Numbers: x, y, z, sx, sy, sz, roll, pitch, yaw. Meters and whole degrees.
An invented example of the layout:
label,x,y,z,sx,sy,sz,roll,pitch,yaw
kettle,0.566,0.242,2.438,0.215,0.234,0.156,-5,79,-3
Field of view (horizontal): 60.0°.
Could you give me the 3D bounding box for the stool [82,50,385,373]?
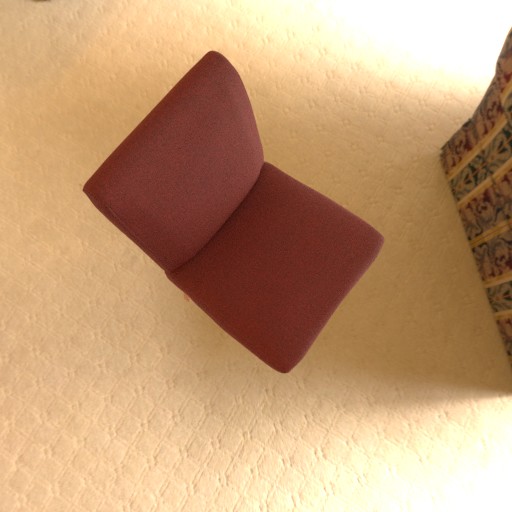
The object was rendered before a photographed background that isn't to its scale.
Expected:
label,x,y,z,sx,sy,sz,roll,pitch,yaw
stool,0.000,0.000,1.335,0.562,1.038,0.468,37,79,8
